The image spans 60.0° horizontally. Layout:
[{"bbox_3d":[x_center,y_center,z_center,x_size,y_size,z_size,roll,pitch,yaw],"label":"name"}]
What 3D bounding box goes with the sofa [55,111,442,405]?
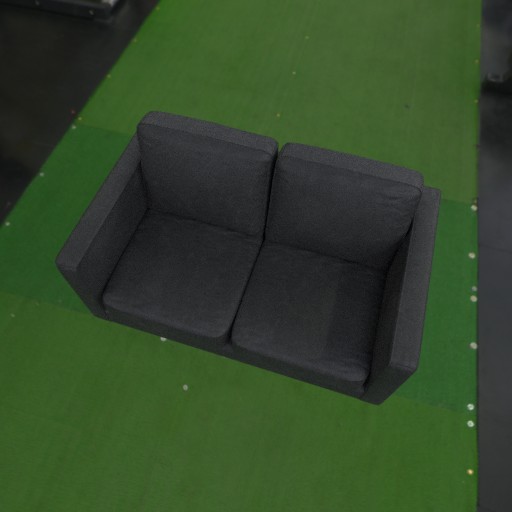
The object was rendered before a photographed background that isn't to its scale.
[{"bbox_3d":[0.000,0.000,2.031,1.430,0.899,0.879,15,60,9],"label":"sofa"}]
